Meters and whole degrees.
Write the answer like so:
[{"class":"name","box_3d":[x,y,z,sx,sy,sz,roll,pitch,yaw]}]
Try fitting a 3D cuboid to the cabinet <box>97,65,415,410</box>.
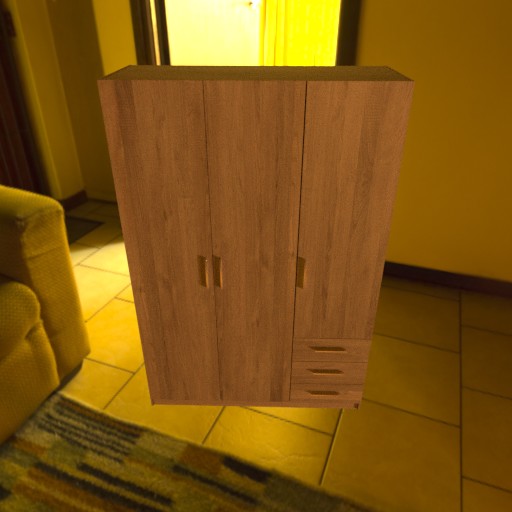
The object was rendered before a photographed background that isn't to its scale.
[{"class":"cabinet","box_3d":[0.000,0.000,2.475,1.290,1.910,0.510,1,30,1]}]
